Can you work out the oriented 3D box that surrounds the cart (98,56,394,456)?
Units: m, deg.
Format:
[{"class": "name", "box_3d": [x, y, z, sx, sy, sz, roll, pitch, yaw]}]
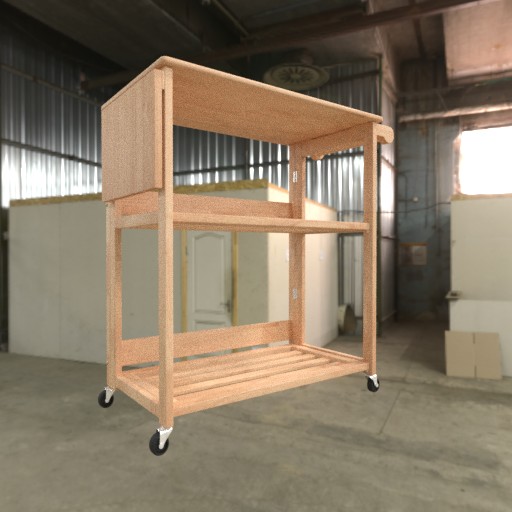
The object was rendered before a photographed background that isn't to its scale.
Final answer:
[{"class": "cart", "box_3d": [0.000, 0.000, 1.376, 0.853, 0.879, 0.432, -1, 1, -36]}]
